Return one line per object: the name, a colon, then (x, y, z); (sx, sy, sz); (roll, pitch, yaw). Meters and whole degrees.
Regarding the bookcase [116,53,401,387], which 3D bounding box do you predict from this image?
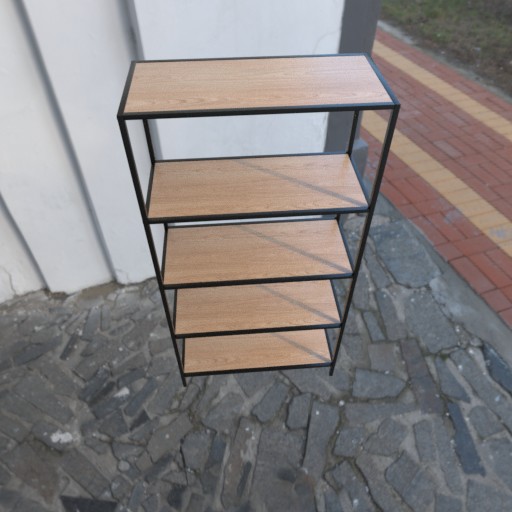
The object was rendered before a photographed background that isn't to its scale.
bookcase: (0.000, 0.000, 1.854); (0.770, 1.500, 0.350); (-3, 46, -3)
